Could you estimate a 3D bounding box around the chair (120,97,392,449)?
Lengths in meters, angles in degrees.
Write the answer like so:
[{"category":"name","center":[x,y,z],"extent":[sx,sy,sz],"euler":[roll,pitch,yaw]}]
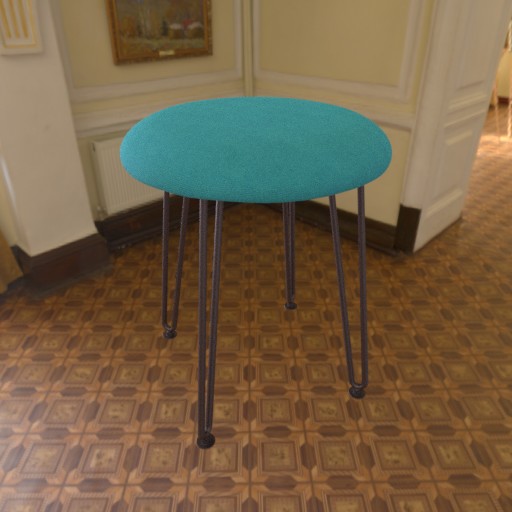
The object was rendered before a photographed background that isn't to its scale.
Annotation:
[{"category":"chair","center":[0.000,0.000,0.675],"extent":[0.350,0.430,0.350],"euler":[-18,34,-28]}]
